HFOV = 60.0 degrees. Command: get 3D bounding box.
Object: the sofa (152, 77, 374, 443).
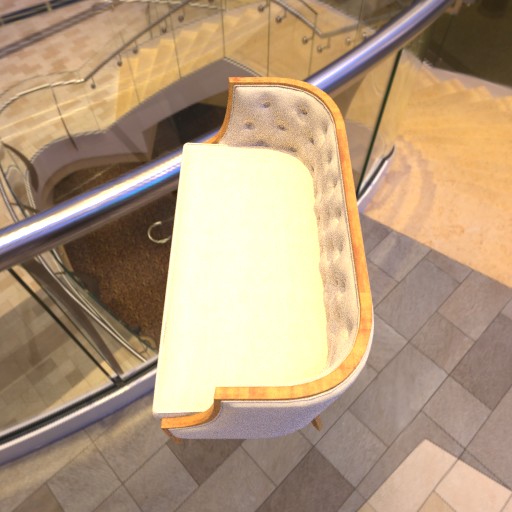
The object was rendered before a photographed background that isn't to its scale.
[{"bbox_3d":[0.000,0.000,1.975,0.770,0.775,1.474,0,58,0],"label":"sofa"}]
